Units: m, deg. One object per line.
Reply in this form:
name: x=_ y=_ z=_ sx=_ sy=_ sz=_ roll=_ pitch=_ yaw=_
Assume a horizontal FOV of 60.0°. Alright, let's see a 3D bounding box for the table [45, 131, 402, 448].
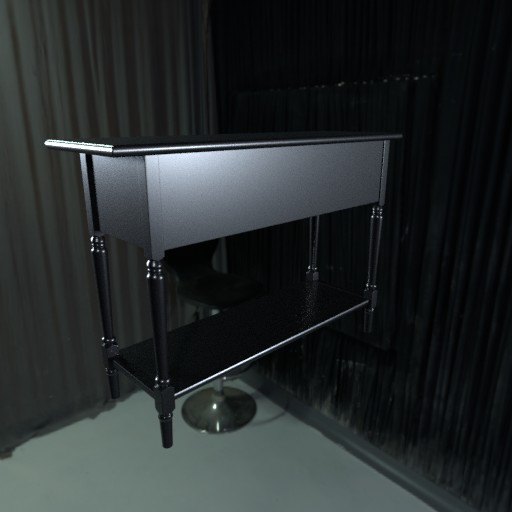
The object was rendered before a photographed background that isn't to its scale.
table: x=0.000 y=0.000 z=1.561 sx=1.191 sy=0.819 sz=0.386 roll=-16 pitch=23 yaw=-41
